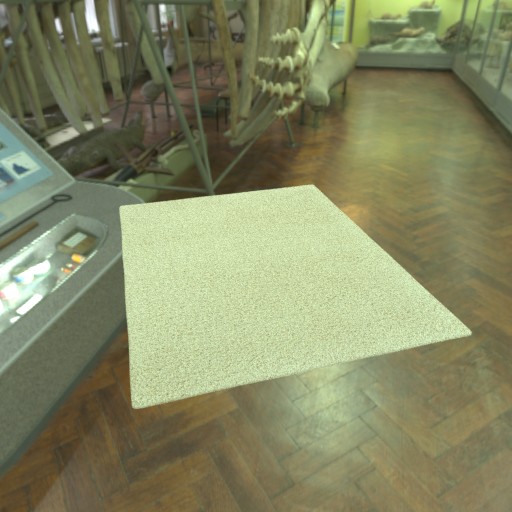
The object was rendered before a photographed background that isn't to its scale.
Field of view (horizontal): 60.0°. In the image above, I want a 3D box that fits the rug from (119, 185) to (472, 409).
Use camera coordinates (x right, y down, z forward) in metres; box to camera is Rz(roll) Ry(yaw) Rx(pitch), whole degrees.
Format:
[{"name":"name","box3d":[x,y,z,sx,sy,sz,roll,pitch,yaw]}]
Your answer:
[{"name":"rug","box3d":[0.000,0.000,4.212,2.438,0.029,3.047,-8,32,-14]}]
